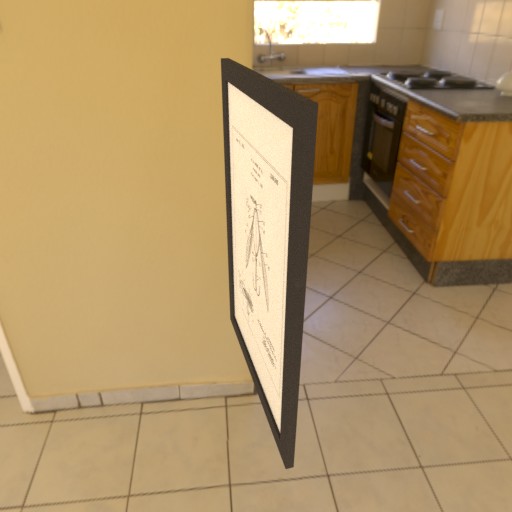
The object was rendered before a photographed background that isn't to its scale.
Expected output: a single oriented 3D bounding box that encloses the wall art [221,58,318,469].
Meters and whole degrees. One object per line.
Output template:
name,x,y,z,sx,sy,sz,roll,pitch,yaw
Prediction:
wall art,0.000,0.000,0.698,0.013,0.534,0.380,-8,31,-13
